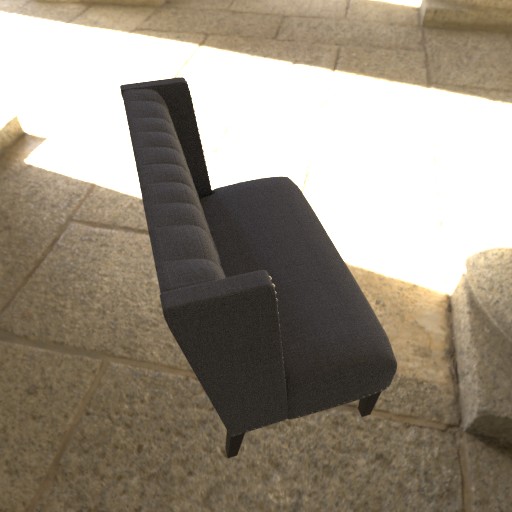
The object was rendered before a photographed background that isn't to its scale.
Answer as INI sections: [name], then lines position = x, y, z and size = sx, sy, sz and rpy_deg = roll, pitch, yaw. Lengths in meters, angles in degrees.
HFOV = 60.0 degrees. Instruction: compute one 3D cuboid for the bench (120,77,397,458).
[bench]
position = 0.000, 0.000, 1.962
size = 0.842, 1.121, 1.276
rpy_deg = -12, 48, -11
